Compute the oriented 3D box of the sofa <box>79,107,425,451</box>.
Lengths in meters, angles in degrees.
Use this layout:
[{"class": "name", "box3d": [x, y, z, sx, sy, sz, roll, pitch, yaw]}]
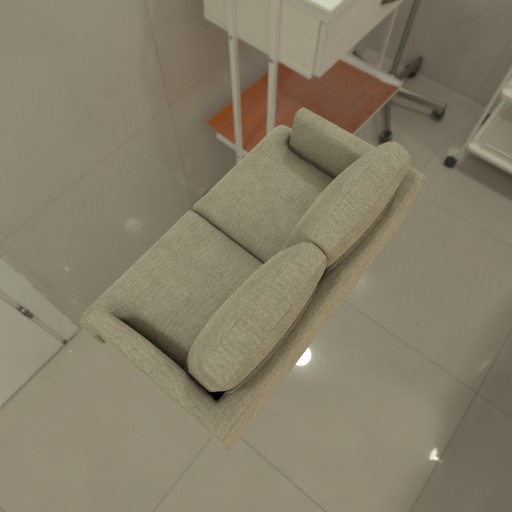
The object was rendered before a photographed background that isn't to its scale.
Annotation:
[{"class": "sofa", "box3d": [0.000, 0.000, 2.208, 0.903, 0.944, 1.582, 35, 68, 17]}]
